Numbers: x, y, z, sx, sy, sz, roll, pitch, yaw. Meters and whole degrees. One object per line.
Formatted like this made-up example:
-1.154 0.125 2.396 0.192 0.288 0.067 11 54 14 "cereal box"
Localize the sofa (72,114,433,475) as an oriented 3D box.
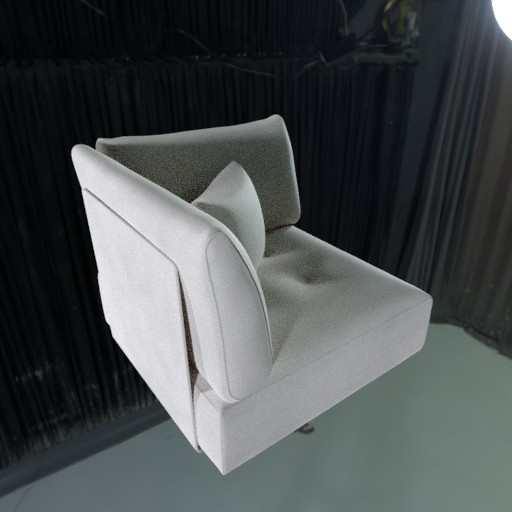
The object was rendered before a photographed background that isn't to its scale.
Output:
0.000 0.000 1.685 1.000 0.820 1.000 -19 33 -32 "sofa"
